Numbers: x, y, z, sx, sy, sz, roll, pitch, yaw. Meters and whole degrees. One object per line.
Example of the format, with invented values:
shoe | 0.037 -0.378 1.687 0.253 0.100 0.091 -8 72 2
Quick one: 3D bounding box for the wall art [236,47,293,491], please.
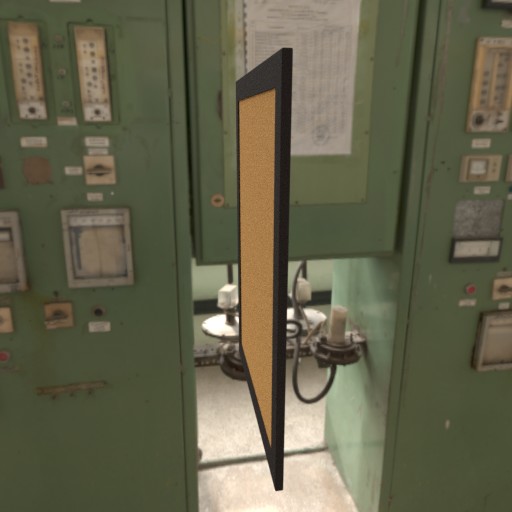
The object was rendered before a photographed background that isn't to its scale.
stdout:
wall art | 0.000 0.000 0.678 0.012 0.529 0.374 -3 17 -9
